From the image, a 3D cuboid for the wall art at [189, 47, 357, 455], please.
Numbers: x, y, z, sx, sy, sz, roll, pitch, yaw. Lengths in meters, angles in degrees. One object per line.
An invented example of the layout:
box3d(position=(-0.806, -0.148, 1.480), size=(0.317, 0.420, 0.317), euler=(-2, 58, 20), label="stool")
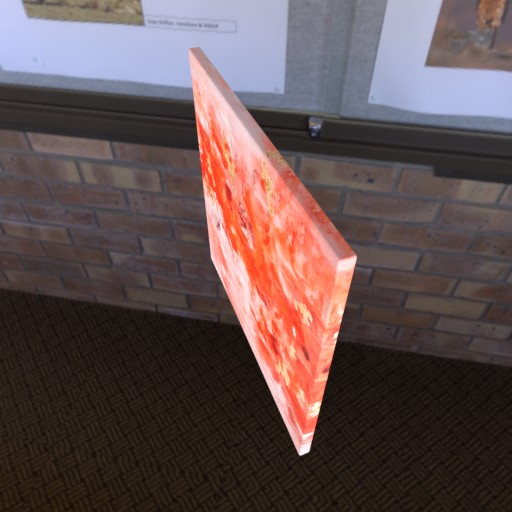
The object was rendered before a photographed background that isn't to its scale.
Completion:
box3d(position=(0.000, 0.000, 1.307), size=(0.066, 0.878, 0.878), euler=(-16, 49, -15), label="wall art")
